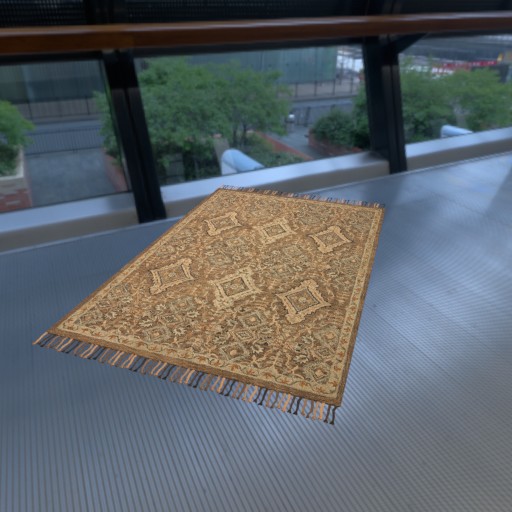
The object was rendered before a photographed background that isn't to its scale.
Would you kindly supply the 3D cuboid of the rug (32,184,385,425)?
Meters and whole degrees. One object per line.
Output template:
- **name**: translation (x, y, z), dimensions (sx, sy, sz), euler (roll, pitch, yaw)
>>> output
- **rug**: translation (0.000, 0.000, 2.989), dimensions (1.516, 0.010, 2.434), euler (9, 30, 17)
